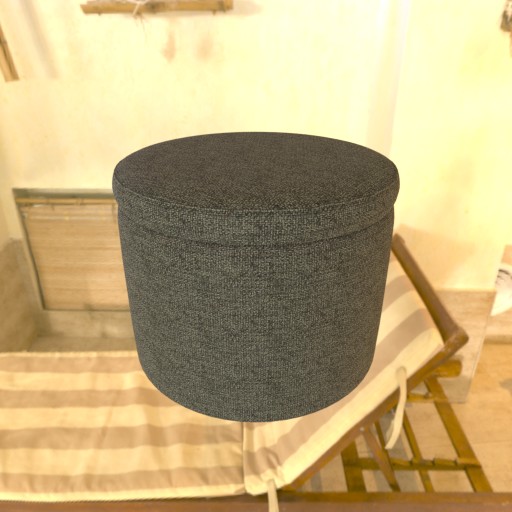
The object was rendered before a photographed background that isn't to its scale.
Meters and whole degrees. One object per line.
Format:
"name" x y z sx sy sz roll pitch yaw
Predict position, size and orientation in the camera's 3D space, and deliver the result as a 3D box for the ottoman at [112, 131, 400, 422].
"ottoman" 0.000 0.000 0.907 0.520 0.430 0.520 0 27 0
